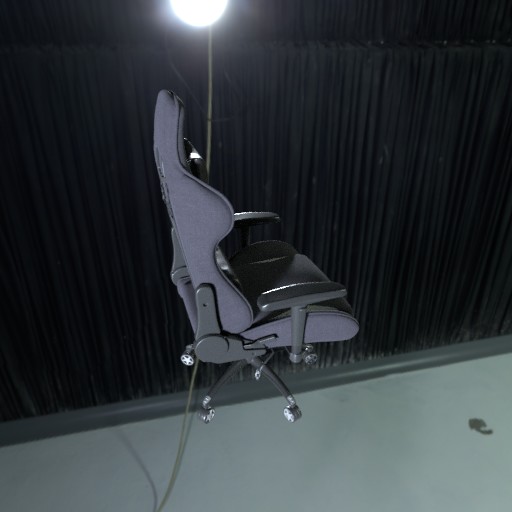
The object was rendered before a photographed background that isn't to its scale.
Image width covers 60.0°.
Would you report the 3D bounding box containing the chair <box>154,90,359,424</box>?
[{"bbox_3d":[0.000,0.000,1.800,0.695,1.300,0.730,-9,31,-16],"label":"chair"}]
